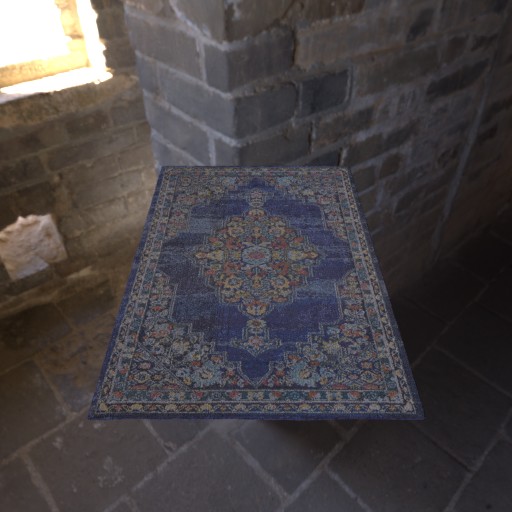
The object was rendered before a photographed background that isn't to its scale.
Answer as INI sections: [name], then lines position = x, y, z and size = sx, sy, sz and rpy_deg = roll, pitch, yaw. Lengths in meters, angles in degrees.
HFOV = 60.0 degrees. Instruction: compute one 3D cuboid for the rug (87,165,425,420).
[rug]
position = 0.000, 0.000, 3.751
size = 2.053, 0.011, 2.940
rpy_deg = 0, 42, 0
